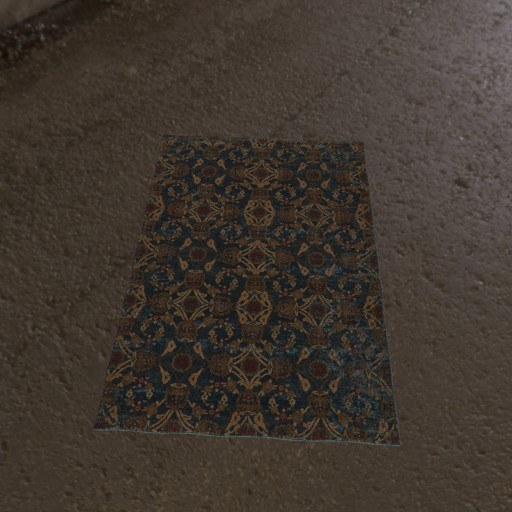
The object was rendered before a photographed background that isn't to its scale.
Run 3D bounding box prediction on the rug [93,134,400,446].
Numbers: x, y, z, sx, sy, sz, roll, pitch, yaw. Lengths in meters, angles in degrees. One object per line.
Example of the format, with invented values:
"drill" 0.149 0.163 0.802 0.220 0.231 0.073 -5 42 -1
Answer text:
"rug" 0.000 0.000 4.256 2.337 0.013 3.291 2 57 2
